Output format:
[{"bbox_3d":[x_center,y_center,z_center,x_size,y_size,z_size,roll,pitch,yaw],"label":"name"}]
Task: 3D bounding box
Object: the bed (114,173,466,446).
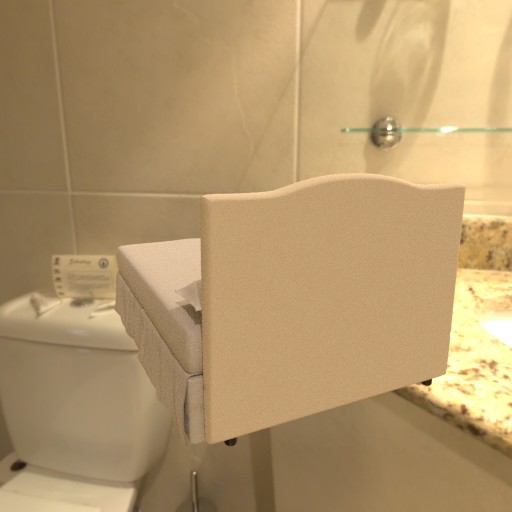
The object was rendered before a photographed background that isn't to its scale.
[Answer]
[{"bbox_3d":[0.000,0.000,3.594,1.977,1.437,2.477,-7,15,-25],"label":"bed"}]
